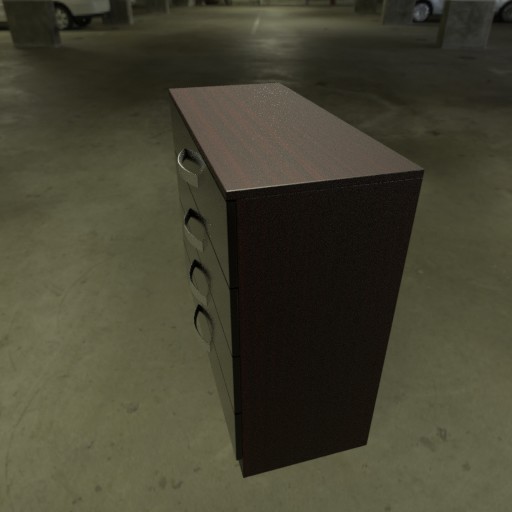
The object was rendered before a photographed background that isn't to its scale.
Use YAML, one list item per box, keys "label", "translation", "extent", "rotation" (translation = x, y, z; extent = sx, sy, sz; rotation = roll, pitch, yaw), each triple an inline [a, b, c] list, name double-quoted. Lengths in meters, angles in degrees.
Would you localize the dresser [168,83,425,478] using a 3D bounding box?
- label: "dresser"
  translation: [0.000, 0.000, 1.176]
  extent: [0.360, 0.720, 0.750]
  rotation: [-9, 33, -13]
